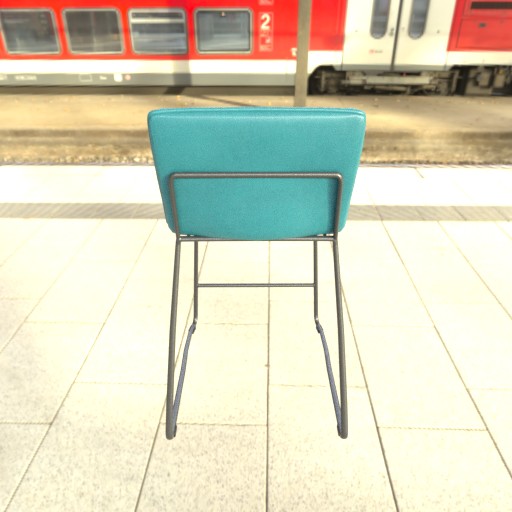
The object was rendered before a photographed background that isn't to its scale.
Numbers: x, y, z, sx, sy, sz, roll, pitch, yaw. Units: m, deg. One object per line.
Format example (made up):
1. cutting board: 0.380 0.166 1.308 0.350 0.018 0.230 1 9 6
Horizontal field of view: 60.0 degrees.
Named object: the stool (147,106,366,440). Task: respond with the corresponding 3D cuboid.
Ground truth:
1. stool: 0.000 0.000 1.188 0.489 0.866 0.524 0 30 0
